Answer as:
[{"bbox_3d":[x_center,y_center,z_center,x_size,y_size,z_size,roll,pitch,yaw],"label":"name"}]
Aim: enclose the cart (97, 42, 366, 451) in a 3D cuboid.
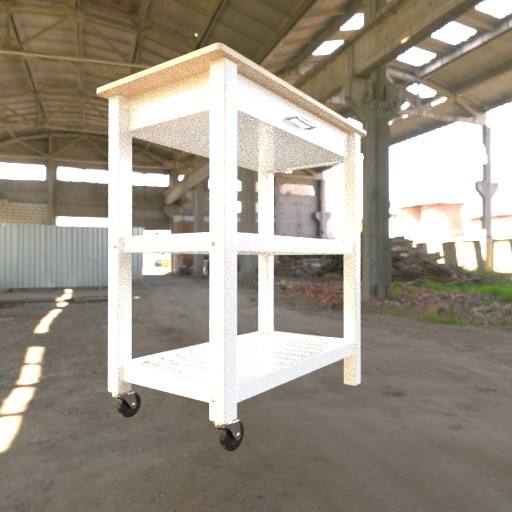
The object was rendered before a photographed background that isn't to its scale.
[{"bbox_3d":[0.000,0.000,1.459,0.457,0.927,0.899,0,-1,36],"label":"cart"}]
